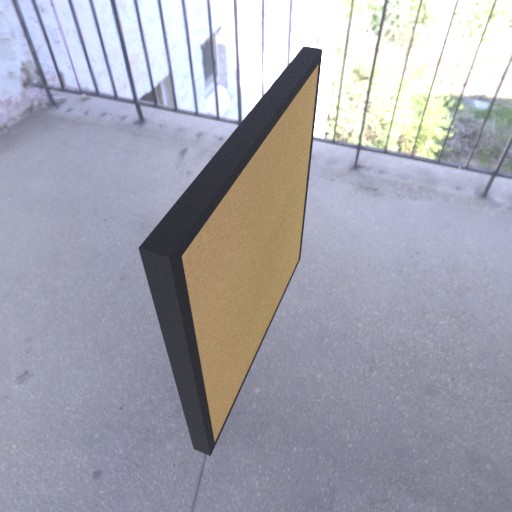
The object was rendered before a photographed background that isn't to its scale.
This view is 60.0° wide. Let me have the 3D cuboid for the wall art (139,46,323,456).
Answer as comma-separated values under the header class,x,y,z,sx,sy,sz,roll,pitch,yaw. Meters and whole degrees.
class,x,y,z,sx,sy,sz,roll,pitch,yaw
wall art,0.000,0.000,0.756,0.033,0.507,0.508,16,49,15
